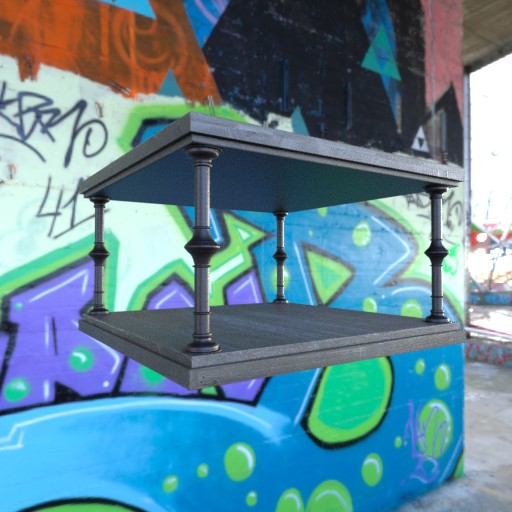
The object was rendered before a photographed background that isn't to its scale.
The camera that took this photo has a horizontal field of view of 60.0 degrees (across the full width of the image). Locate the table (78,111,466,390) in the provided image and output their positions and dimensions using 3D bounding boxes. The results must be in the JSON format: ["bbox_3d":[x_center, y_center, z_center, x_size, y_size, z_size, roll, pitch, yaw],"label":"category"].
[{"bbox_3d":[0.000,0.000,1.115,0.696,0.400,0.696,1,-1,-34],"label":"table"}]
